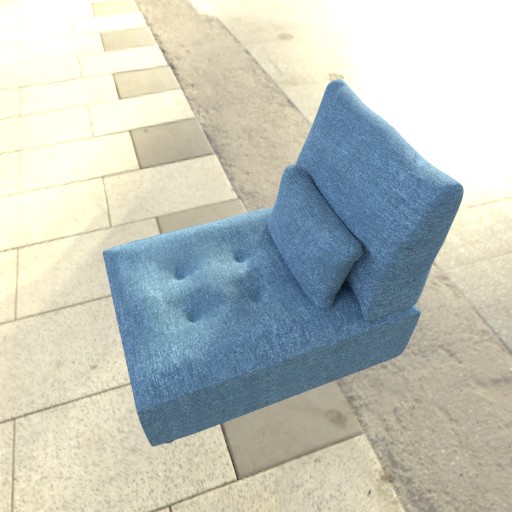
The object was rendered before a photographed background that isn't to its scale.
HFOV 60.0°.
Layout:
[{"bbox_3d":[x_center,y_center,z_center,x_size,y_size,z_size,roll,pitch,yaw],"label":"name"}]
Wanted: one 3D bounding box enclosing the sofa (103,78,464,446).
[{"bbox_3d":[0.000,0.000,1.517,1.000,0.820,0.700,-16,48,-15],"label":"sofa"}]
